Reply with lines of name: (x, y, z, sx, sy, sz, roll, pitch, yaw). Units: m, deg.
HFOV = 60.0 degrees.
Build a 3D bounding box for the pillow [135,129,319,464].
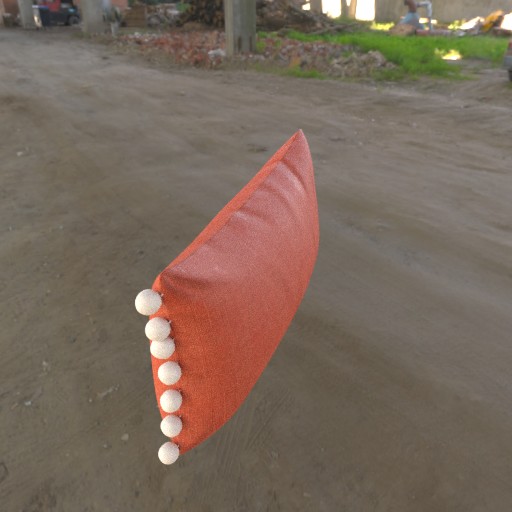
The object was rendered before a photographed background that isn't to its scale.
pillow: (0.000, 0.000, 0.829, 0.201, 0.322, 0.709, 10, 31, 16)
